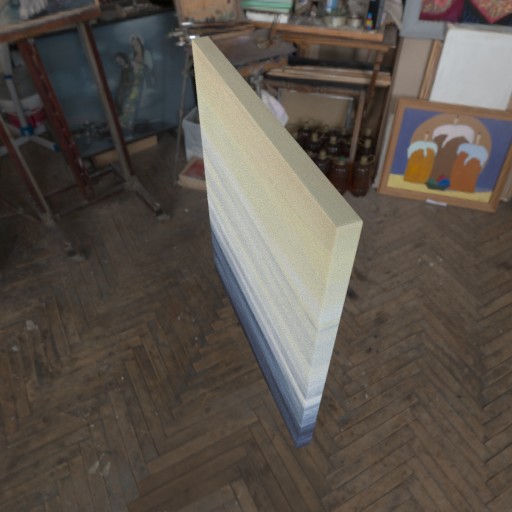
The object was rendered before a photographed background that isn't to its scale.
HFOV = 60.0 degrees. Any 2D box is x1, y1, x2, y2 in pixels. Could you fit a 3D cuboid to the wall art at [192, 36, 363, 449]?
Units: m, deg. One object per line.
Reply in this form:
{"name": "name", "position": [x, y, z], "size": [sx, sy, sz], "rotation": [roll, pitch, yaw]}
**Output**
{"name": "wall art", "position": [0.000, 0.000, 0.972], "size": [0.041, 0.710, 0.608], "rotation": [-16, 49, -15]}
